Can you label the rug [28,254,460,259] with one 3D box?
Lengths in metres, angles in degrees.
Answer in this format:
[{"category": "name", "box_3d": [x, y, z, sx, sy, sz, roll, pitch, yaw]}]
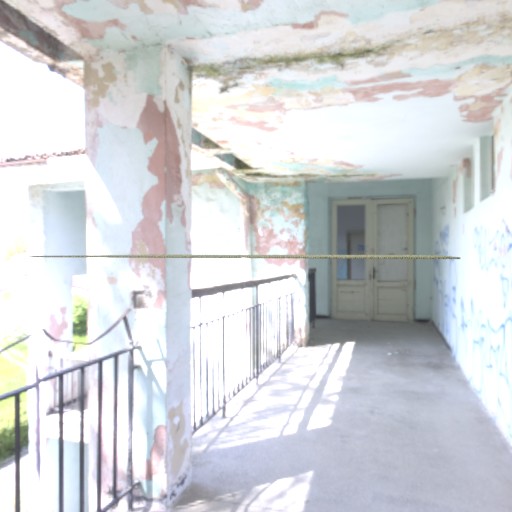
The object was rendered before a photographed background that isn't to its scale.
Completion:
[{"category": "rug", "box_3d": [0.000, 0.000, 2.216, 1.747, 0.006, 1.143, 0, 1, 18]}]
